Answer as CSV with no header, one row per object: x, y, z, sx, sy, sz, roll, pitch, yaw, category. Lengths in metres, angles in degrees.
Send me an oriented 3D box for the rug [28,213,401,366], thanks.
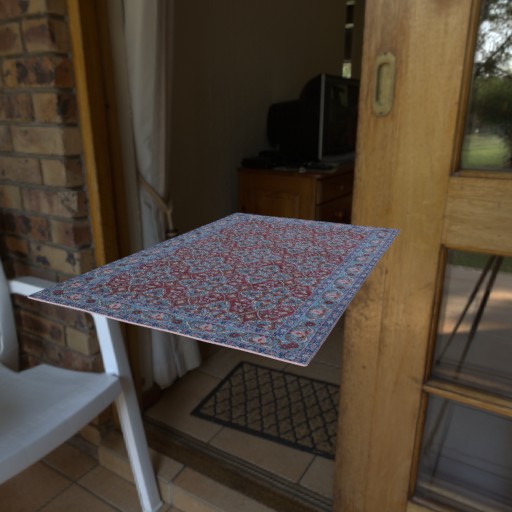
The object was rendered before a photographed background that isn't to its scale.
0.000,0.000,2.357,1.219,0.009,1.829,8,19,24,rug
